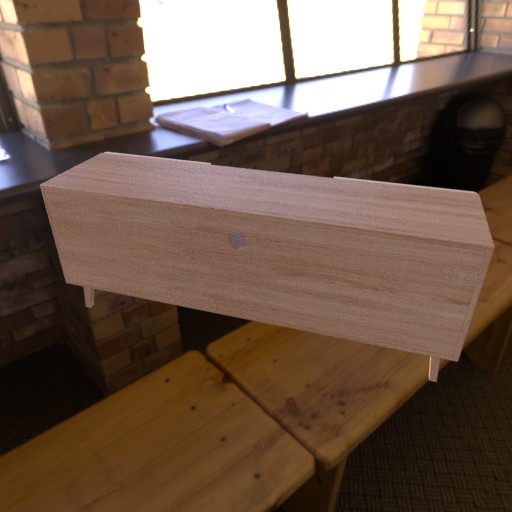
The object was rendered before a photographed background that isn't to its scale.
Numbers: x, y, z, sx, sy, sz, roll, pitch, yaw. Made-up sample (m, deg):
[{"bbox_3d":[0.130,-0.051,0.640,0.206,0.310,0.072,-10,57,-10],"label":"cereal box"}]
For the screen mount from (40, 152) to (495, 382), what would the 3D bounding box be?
[{"bbox_3d":[0.000,0.000,1.722,1.500,0.570,0.420,9,32,15],"label":"screen mount"}]
